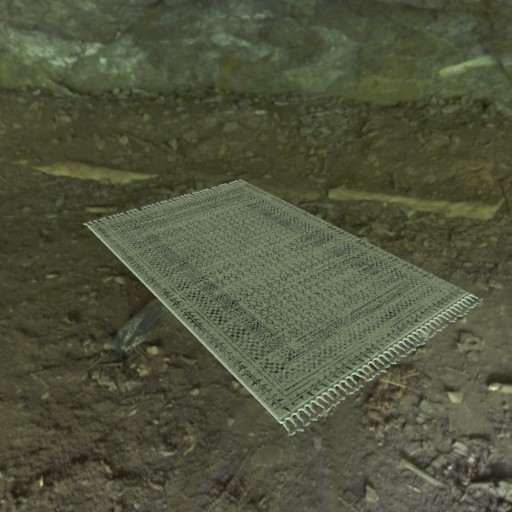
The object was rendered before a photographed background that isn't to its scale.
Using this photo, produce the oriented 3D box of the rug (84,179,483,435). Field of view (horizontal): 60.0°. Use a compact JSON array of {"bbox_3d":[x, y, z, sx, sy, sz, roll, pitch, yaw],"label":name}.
[{"bbox_3d":[0.000,0.000,3.072,1.548,0.013,2.486,-22,38,-32],"label":"rug"}]
